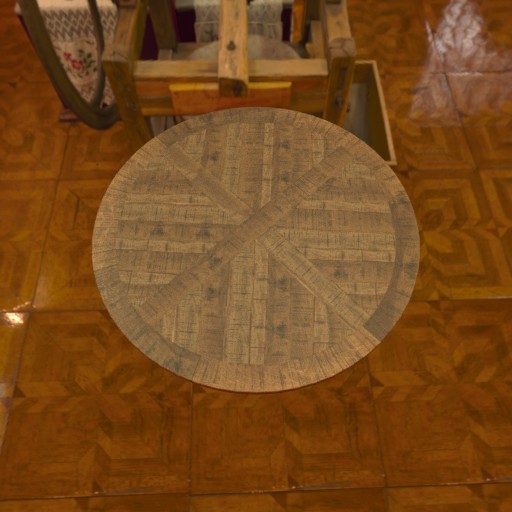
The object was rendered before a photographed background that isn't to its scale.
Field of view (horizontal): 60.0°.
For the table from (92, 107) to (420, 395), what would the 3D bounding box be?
[{"bbox_3d":[0.000,0.000,1.954,1.264,0.516,1.264,0,63,0],"label":"table"}]
